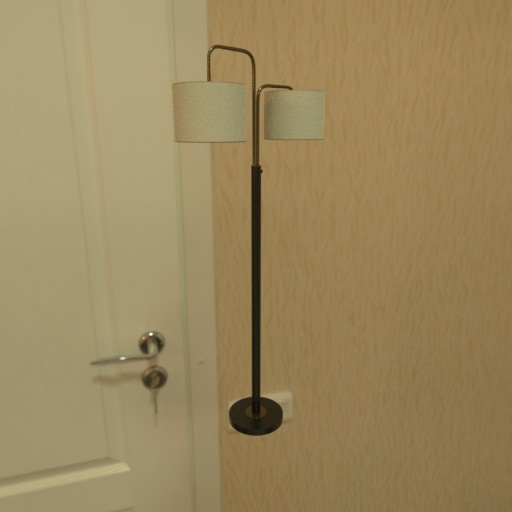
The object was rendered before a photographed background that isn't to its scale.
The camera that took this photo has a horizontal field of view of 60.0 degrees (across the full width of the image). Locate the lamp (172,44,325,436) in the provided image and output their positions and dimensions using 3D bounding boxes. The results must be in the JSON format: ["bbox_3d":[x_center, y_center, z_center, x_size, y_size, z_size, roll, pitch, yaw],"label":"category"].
[{"bbox_3d":[0.000,0.000,1.867,0.254,1.587,0.711,15,22,42],"label":"lamp"}]
